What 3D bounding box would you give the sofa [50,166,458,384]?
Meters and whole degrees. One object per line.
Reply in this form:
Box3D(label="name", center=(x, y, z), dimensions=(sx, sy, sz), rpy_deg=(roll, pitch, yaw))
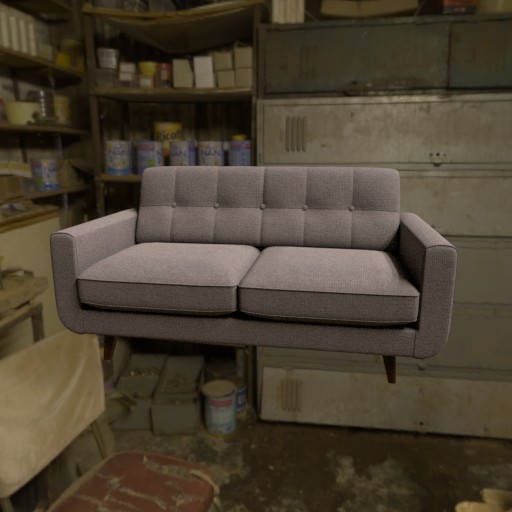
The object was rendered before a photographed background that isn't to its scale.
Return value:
Box3D(label="sofa", center=(0.000, 0.000, 2.169), dimensions=(1.631, 0.841, 0.909), rpy_deg=(2, 13, 9))
